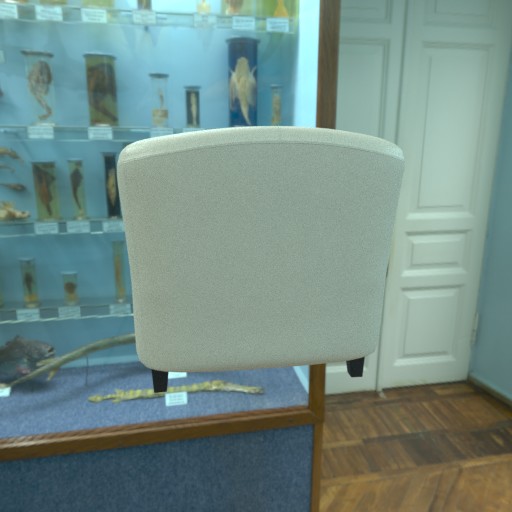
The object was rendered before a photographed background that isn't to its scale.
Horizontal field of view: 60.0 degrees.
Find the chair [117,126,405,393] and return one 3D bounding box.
[{"bbox_3d":[0.000,0.000,1.391,0.792,0.756,0.727,-2,14,-8],"label":"chair"}]
